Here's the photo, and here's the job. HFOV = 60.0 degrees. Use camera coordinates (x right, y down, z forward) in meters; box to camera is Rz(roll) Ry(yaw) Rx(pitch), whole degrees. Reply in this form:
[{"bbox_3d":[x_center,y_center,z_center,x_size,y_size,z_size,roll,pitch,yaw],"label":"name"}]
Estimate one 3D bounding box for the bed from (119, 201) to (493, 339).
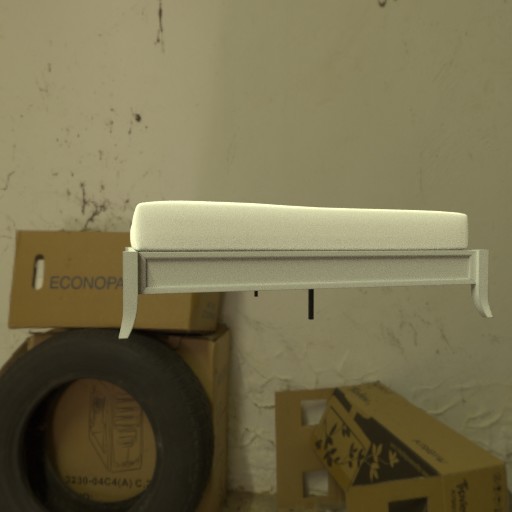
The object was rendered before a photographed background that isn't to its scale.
[{"bbox_3d":[0.000,0.000,2.767,1.604,0.510,2.108,0,2,-16],"label":"bed"}]
